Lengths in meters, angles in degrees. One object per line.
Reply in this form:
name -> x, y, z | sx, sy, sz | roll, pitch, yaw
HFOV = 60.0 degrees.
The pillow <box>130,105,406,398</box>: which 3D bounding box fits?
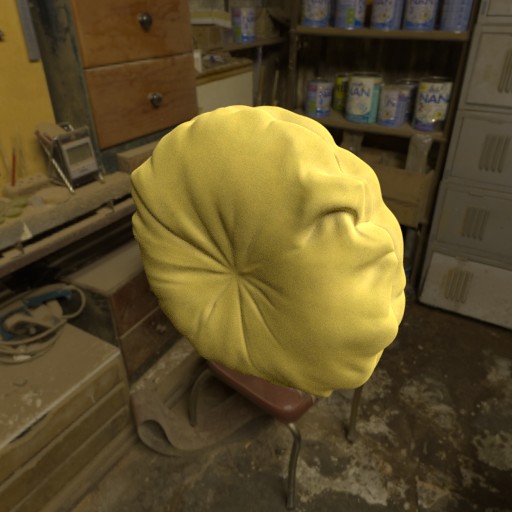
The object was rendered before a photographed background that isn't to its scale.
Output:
pillow -> 0.000, 0.000, 0.629 | 0.428, 0.407, 0.148 | 18, 35, 28
